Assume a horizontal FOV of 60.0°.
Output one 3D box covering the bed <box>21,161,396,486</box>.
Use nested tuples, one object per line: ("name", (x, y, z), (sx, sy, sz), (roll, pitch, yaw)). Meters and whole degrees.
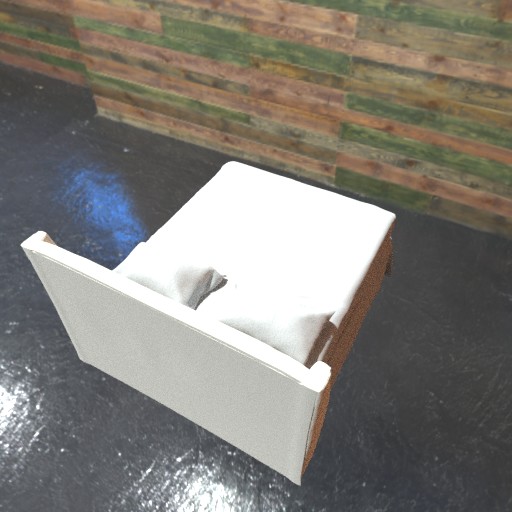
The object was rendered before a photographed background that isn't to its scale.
("bed", (0.000, 0.000, 3.398), (1.925, 1.332, 2.276), (22, 50, 20))
